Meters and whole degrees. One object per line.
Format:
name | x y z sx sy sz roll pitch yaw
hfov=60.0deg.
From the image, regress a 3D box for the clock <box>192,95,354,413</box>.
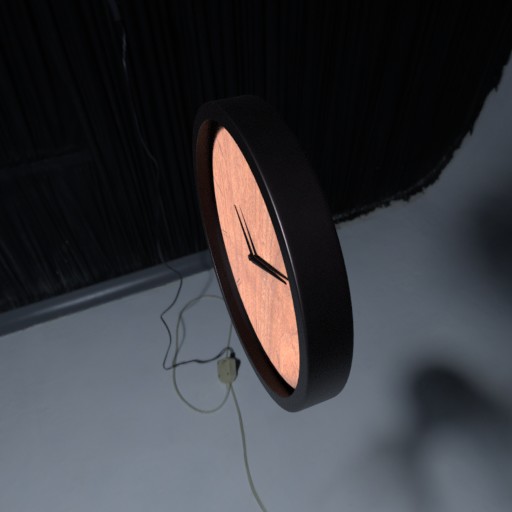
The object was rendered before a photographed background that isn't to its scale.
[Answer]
clock | 0.000 0.000 0.461 0.040 0.314 0.314 -16 48 -15
